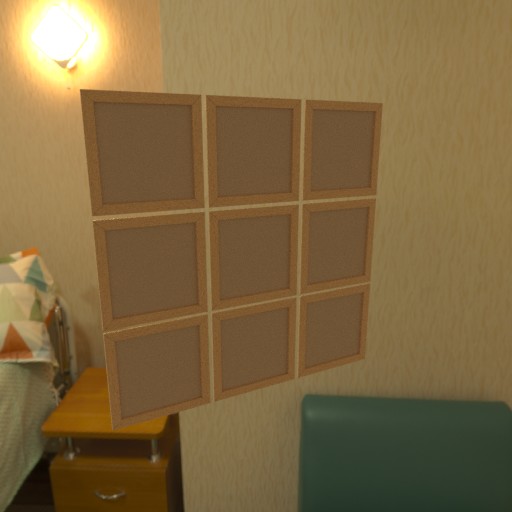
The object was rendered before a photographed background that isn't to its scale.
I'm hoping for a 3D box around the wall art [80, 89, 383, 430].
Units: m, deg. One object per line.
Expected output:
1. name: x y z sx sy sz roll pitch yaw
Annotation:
1. wall art: 0.000 0.000 2.228 1.519 1.507 0.014 -8 17 -26
